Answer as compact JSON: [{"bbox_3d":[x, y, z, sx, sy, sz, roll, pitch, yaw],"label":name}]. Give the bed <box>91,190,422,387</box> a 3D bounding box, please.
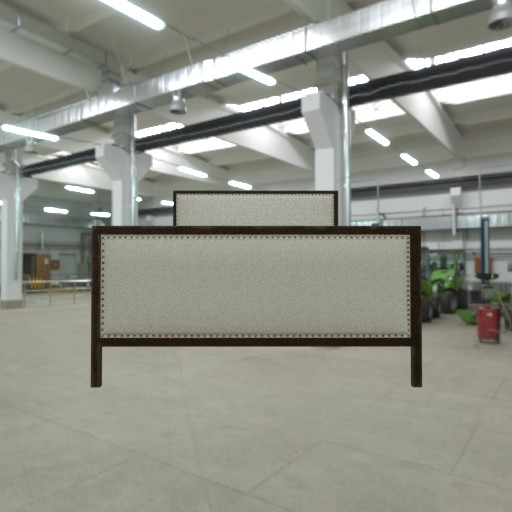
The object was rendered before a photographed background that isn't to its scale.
[{"bbox_3d":[0.000,0.000,3.226,1.607,1.313,2.221,0,-1,0],"label":"bed"}]
